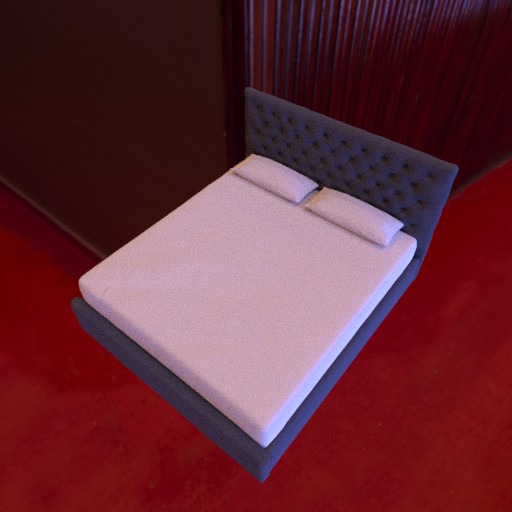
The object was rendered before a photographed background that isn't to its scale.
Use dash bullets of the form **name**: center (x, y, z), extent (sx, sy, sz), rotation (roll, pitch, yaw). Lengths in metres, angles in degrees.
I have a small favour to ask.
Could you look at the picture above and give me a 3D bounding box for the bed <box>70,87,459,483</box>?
- **bed**: center (0.000, 0.000, 3.651), extent (2.078, 1.427, 2.387), rotation (30, 54, 26)
